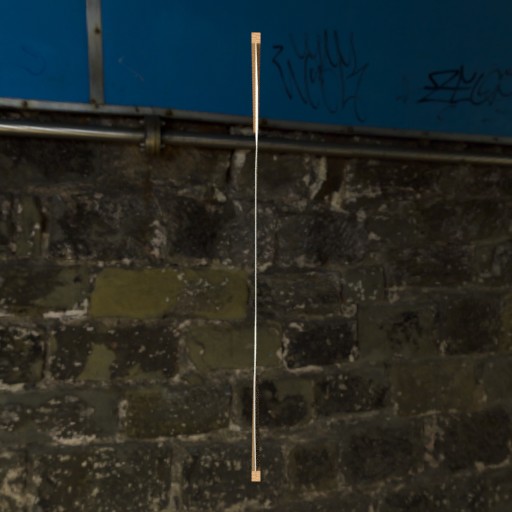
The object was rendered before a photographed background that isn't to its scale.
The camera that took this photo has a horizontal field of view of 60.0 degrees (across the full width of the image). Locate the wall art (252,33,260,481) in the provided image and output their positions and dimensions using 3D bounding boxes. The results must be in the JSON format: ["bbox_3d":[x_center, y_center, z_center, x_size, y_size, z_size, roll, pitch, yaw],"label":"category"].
[{"bbox_3d":[0.000,0.000,0.828,0.011,0.605,0.458,0,1,0],"label":"wall art"}]
